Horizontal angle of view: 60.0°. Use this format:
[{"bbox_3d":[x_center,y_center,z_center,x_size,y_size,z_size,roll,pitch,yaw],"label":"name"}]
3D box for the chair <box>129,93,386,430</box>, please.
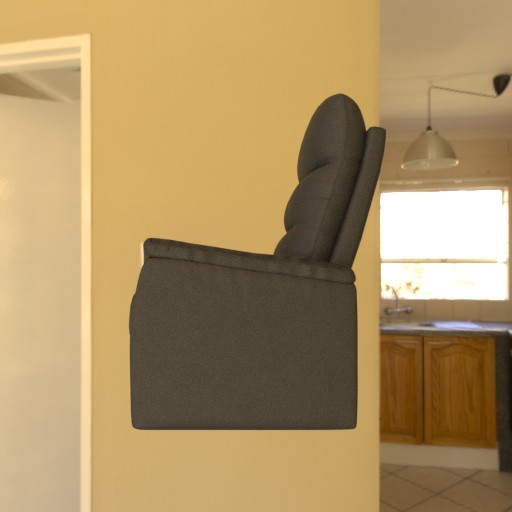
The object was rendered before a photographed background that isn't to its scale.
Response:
[{"bbox_3d":[0.000,0.000,1.662,0.831,1.082,0.775,0,-1,0],"label":"chair"}]
